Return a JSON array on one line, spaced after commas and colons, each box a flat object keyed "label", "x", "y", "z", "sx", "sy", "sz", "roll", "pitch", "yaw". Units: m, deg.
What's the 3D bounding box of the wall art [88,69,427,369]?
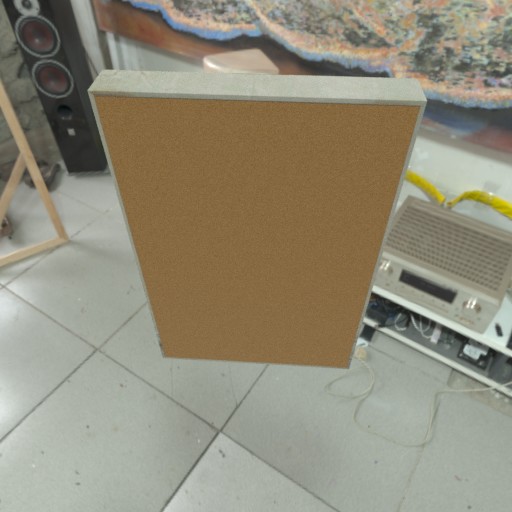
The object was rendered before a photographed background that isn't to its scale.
[{"label": "wall art", "x": 0.000, "y": 0.000, "z": 0.480, "sx": 0.254, "sy": 0.381, "sz": 0.038, "roll": 3, "pitch": 46, "yaw": 3}]
